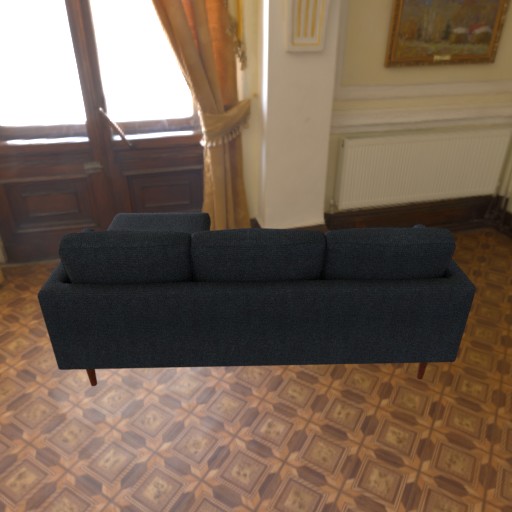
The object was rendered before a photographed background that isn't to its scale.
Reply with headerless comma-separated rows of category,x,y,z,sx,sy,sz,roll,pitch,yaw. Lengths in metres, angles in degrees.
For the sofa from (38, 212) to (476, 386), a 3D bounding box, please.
sofa,0.000,0.000,2.979,2.233,0.956,1.504,-1,30,-1
